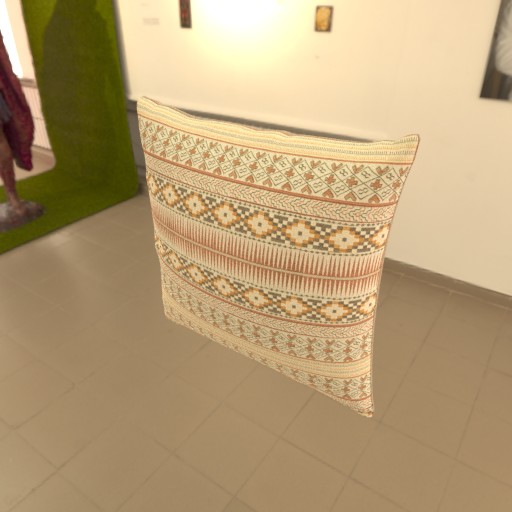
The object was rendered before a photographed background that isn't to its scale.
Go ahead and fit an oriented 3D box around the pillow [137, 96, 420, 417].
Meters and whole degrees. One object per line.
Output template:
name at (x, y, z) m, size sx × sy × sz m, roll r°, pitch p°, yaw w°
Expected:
pillow at (0.000, 0.000, 0.811) m, size 0.521 × 0.519 × 0.215 m, roll 19°, pitch 35°, yaw 29°
